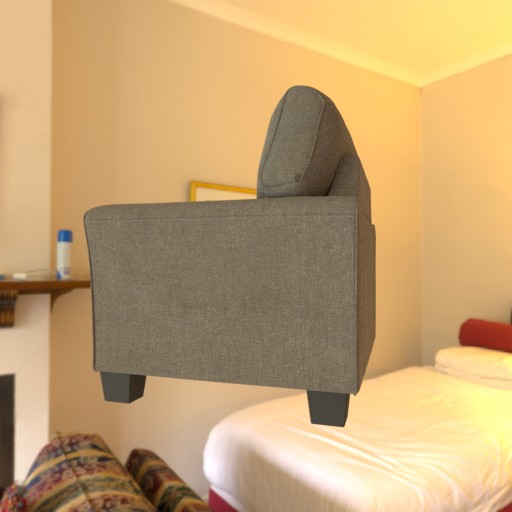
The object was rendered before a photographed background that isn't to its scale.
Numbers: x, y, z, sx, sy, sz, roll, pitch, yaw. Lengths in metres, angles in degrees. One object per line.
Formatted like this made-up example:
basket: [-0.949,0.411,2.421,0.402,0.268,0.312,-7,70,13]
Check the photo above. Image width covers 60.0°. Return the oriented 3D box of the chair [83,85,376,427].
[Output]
chair: [0.000,0.000,1.624,0.816,0.890,0.941,0,-1,18]
